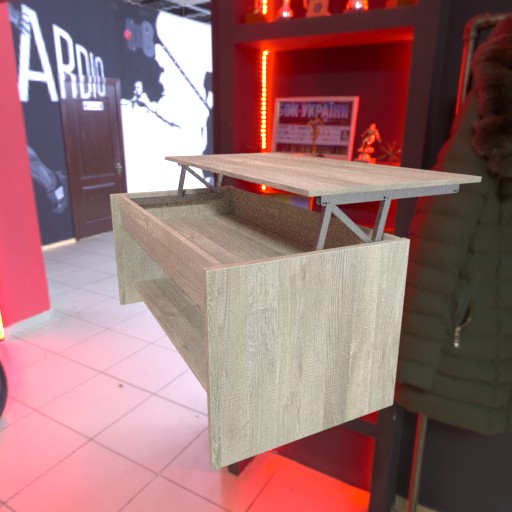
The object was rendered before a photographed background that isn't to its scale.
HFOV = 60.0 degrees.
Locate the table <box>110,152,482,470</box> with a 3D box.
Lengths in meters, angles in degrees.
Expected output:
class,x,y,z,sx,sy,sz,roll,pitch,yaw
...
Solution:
class,x,y,z,sx,sy,sz,roll,pitch,yaw
table,0.000,0.000,1.421,0.712,0.570,1.000,-8,19,-26
